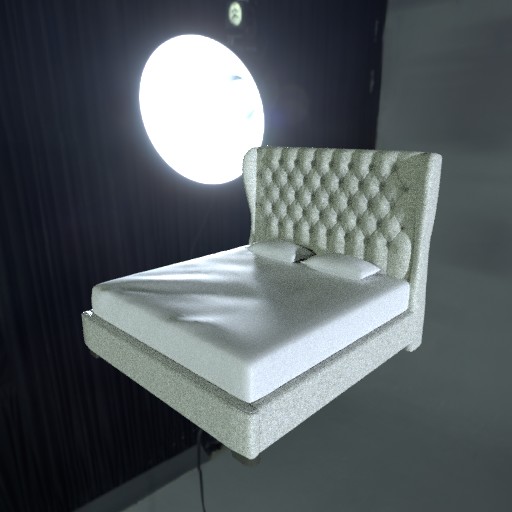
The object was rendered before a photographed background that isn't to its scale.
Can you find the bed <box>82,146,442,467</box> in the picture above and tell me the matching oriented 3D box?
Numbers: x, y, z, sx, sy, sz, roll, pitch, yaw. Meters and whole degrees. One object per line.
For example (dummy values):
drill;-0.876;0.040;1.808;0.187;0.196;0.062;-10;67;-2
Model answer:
bed;0.000;0.000;3.887;2.219;1.771;2.347;15;22;42
